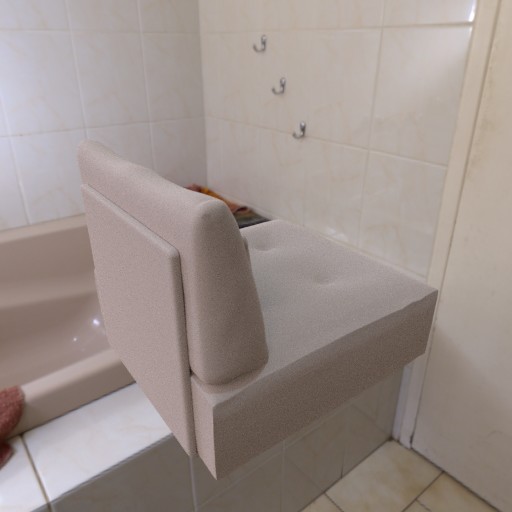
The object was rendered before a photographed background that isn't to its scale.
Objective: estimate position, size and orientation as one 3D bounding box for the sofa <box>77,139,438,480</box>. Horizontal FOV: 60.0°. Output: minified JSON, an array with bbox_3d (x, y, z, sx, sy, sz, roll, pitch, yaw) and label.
[{"bbox_3d":[0.000,0.000,1.665,1.000,0.828,0.935,-17,30,-32],"label":"sofa"}]
